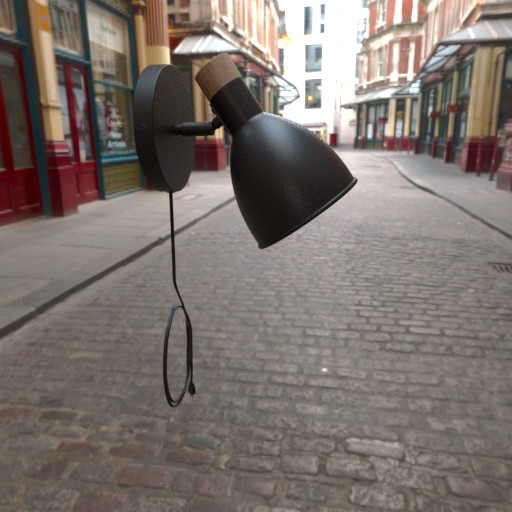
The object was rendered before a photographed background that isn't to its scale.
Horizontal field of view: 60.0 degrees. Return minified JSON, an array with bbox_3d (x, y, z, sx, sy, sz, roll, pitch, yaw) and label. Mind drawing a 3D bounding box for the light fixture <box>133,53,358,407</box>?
[{"bbox_3d":[0.000,0.000,0.474,0.203,0.401,0.127,2,15,9],"label":"light fixture"}]
